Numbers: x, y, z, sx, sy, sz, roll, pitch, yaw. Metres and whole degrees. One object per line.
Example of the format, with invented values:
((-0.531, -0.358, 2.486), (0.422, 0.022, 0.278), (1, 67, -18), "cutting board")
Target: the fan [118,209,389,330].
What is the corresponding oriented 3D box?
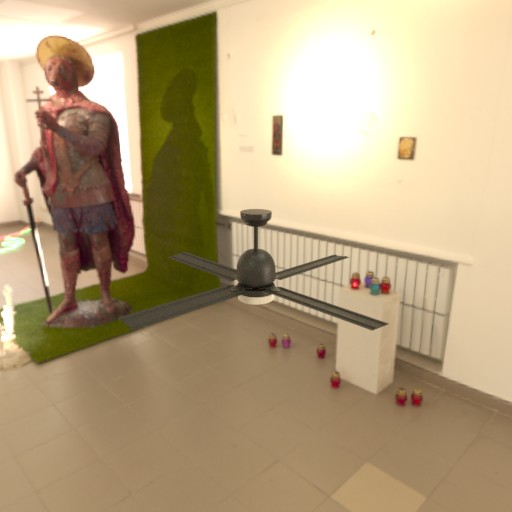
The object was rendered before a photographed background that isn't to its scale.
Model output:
((0.000, 0.000, 2.025), (1.319, 0.410, 1.319), (-15, 22, -43), "fan")
